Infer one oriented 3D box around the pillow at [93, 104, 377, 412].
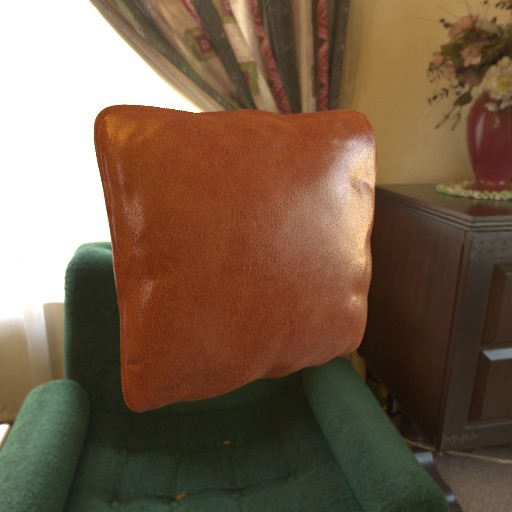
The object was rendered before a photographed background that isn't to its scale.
[{"bbox_3d":[0.000,0.000,0.821,0.532,0.523,0.236,-8,18,-26],"label":"pillow"}]
